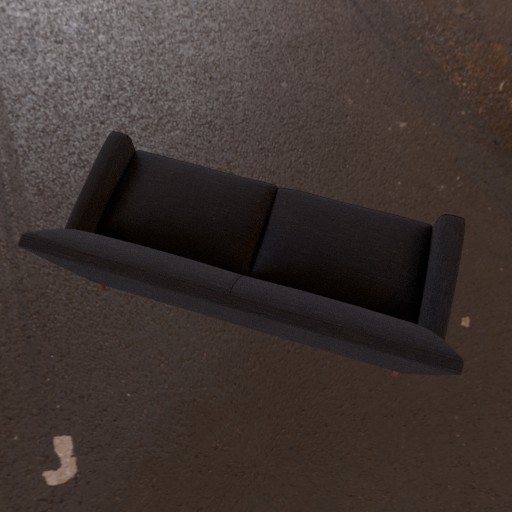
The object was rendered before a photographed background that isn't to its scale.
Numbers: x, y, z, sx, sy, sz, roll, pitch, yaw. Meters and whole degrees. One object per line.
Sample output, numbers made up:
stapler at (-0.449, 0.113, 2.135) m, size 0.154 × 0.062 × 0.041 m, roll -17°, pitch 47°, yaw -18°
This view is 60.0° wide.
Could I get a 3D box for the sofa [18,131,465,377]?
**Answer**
sofa at (0.000, 0.000, 2.348) m, size 1.976 × 0.846 × 0.875 m, roll 15°, pitch 65°, yaw 7°
